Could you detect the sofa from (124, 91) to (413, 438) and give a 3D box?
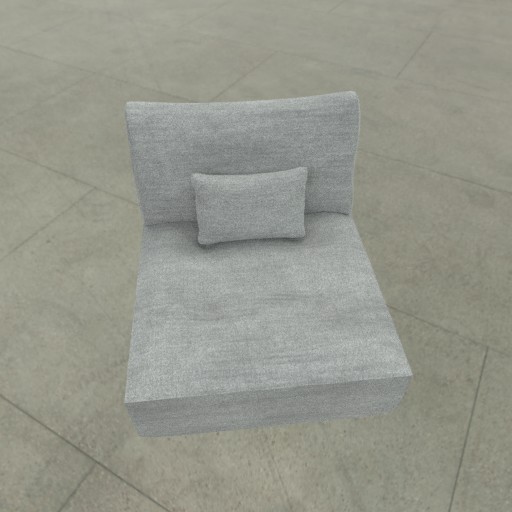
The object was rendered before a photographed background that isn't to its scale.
[{"bbox_3d":[0.000,0.000,1.676,0.930,0.820,1.000,-4,46,-4],"label":"sofa"}]
